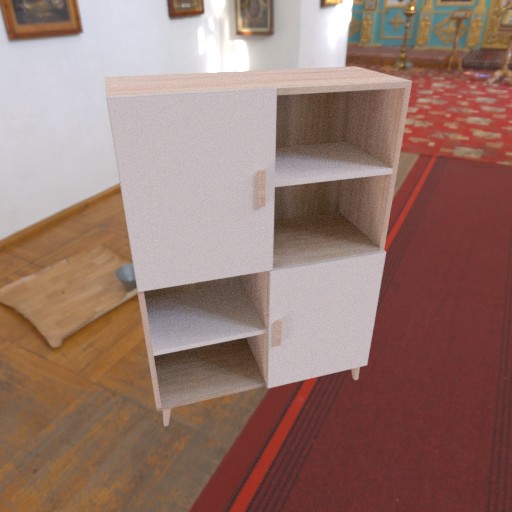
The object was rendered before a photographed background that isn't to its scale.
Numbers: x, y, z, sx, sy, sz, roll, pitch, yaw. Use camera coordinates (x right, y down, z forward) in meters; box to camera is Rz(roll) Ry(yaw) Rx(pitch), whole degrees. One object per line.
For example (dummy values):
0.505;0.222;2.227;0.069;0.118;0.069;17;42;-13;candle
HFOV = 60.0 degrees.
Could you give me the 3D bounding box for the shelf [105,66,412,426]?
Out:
0.000;0.000;1.876;0.995;1.405;0.434;-9;31;-15;shelf
